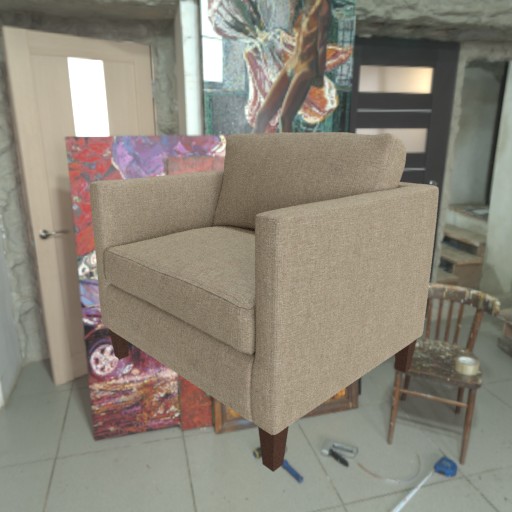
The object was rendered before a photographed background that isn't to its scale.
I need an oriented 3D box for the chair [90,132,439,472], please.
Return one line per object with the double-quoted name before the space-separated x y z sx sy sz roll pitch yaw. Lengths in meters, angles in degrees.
"chair" 0.000 0.000 1.837 0.959 0.987 1.107 -15 22 -42
